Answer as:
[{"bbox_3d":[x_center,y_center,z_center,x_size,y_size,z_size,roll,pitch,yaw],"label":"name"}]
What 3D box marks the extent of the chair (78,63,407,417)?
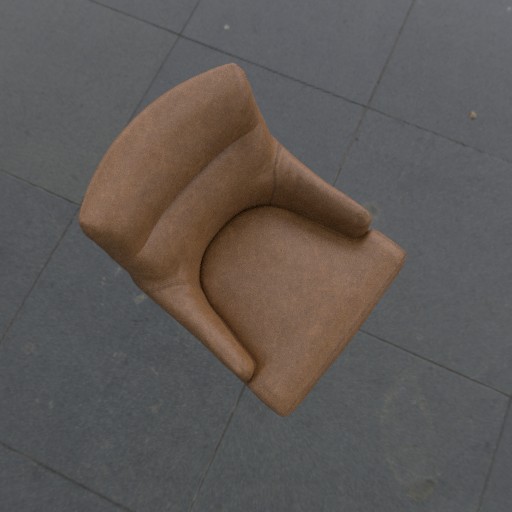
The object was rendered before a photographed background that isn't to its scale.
[{"bbox_3d":[0.000,0.000,1.546,0.874,0.869,0.729,38,78,10],"label":"chair"}]
